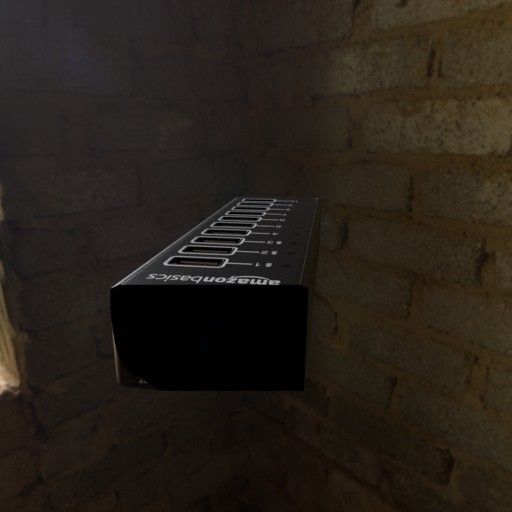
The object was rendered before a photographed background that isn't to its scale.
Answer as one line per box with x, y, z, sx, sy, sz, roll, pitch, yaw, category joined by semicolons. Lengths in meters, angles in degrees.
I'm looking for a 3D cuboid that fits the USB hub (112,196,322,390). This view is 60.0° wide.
0.000;0.000;0.164;0.044;0.023;0.145;3;16;9;USB hub
